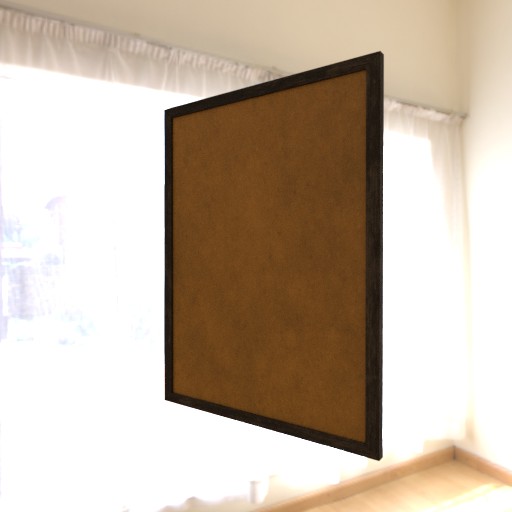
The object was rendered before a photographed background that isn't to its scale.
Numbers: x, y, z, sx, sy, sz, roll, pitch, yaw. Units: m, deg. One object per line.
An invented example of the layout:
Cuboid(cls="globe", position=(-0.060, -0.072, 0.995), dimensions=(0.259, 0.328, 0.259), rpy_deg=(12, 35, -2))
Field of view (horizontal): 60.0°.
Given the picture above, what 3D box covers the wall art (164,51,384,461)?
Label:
Cuboid(cls="wall art", position=(0.000, 0.000, 1.400), dimensions=(0.812, 1.066, 0.029), rpy_deg=(0, 1, 36))
